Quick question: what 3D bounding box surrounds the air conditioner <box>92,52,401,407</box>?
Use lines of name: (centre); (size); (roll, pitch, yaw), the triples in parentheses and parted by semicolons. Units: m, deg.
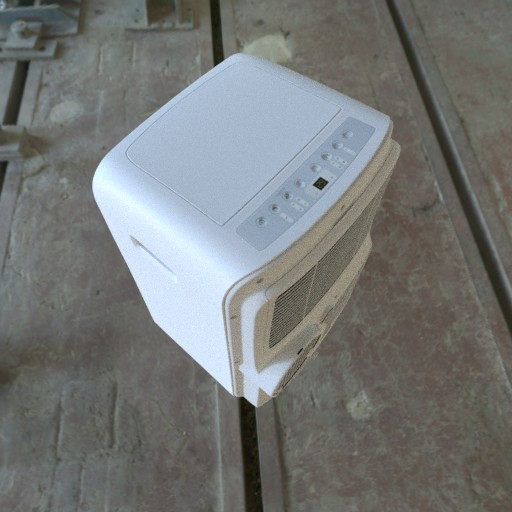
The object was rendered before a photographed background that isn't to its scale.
air conditioner: (0.000, 0.000, 1.043); (0.467, 0.765, 0.478); (36, 67, 17)
